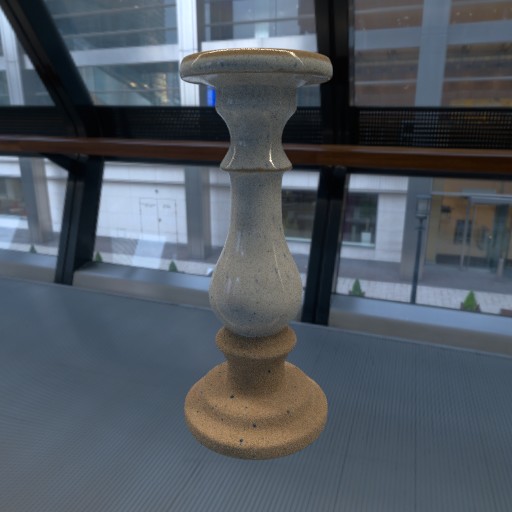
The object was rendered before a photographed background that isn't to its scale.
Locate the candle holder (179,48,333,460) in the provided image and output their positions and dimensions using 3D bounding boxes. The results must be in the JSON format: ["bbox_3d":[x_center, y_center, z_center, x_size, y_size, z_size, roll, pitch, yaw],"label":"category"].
[{"bbox_3d":[0.000,0.000,0.249,0.088,0.203,0.088,0,16,0],"label":"candle holder"}]
